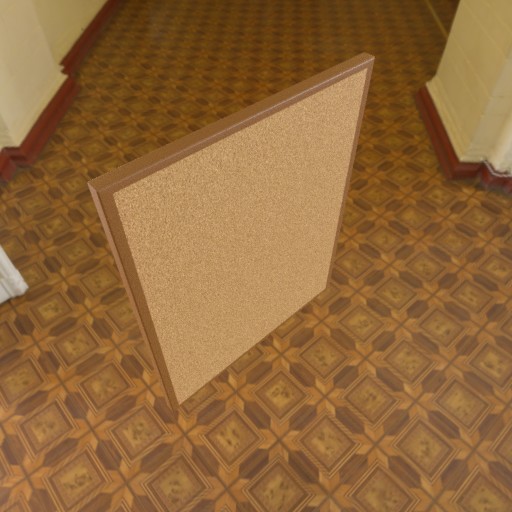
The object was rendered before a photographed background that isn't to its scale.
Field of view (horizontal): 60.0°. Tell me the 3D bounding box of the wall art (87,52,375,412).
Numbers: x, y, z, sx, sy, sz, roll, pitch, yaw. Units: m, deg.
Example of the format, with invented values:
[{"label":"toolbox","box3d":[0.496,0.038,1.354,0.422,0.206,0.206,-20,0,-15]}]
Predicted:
[{"label":"wall art","box3d":[0.000,0.000,0.519,0.310,0.379,0.015,-34,57,-27]}]
